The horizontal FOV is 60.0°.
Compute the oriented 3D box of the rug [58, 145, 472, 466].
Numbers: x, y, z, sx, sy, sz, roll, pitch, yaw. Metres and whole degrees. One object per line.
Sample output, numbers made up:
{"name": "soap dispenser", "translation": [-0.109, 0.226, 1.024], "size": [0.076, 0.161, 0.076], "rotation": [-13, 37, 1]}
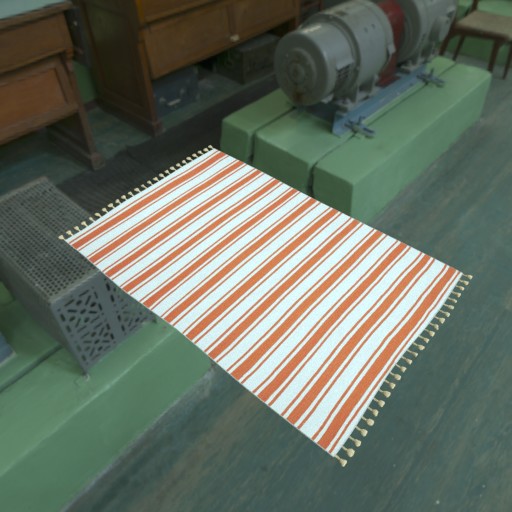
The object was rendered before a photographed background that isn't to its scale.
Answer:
{"name": "rug", "translation": [0.000, 0.000, 3.034], "size": [2.433, 0.022, 1.556], "rotation": [32, 54, 27]}
